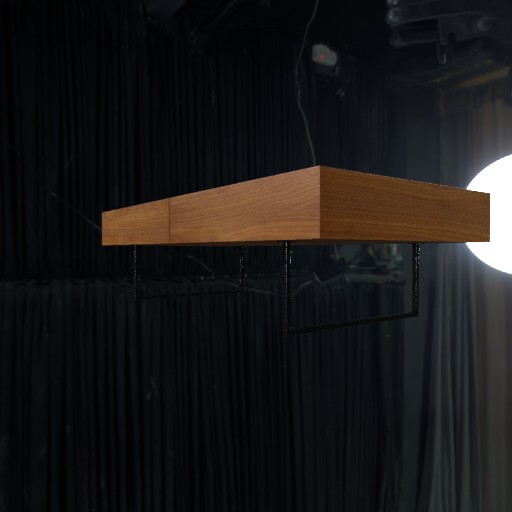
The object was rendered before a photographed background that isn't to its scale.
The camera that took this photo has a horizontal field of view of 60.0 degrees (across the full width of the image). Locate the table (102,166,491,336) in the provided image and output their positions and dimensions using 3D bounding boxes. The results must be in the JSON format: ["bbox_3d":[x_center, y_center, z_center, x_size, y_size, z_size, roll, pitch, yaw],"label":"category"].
[{"bbox_3d":[0.000,0.000,1.433,0.610,0.330,1.194,-1,1,-37],"label":"table"}]
